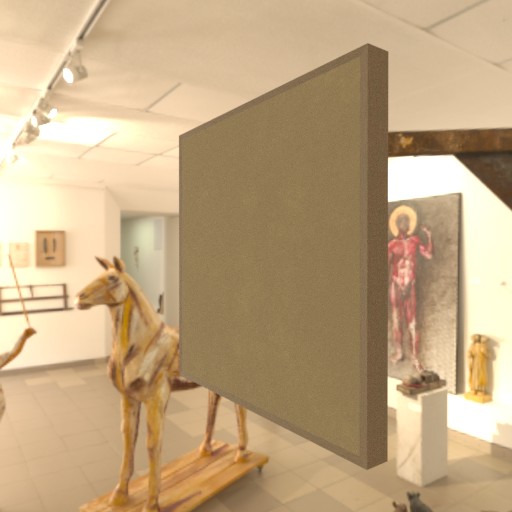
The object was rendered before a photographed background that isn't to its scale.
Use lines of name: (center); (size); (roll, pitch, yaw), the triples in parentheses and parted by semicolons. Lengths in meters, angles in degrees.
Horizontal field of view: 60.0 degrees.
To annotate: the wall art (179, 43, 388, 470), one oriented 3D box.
wall art: (0.000, 0.000, 0.743); (0.038, 0.506, 0.508); (0, 1, -35)
